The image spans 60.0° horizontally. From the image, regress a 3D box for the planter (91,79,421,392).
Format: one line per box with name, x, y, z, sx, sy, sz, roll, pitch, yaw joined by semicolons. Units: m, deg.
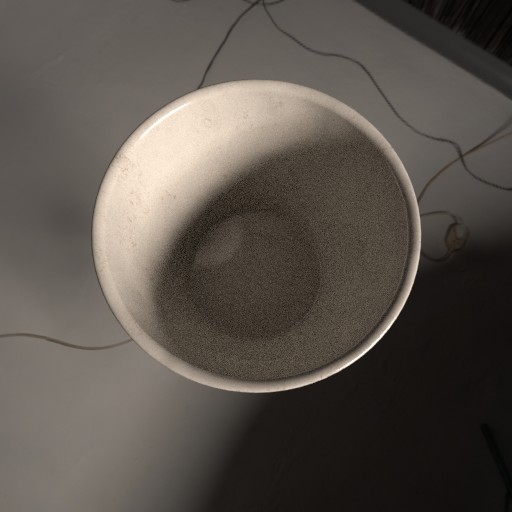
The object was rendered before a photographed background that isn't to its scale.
planter;0.000;0.000;0.456;0.260;0.220;0.260;0;75;0
